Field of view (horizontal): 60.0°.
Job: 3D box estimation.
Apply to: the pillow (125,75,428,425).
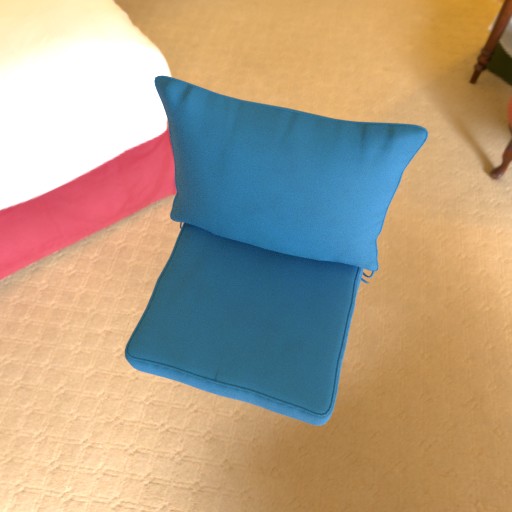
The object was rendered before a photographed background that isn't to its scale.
[{"bbox_3d":[0.000,0.000,1.355,0.798,0.725,0.733,14,60,9],"label":"pillow"}]
